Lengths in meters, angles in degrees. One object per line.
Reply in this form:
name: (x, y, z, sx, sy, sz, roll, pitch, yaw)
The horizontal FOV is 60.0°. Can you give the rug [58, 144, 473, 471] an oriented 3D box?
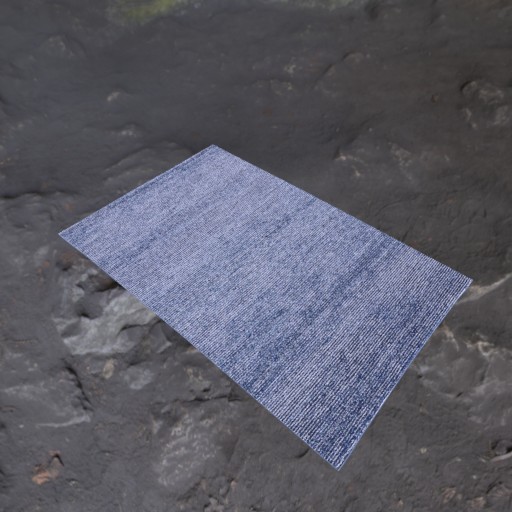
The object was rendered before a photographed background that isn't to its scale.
rug: (0.000, 0.000, 2.222, 1.777, 0.021, 1.145, 33, 55, 27)
